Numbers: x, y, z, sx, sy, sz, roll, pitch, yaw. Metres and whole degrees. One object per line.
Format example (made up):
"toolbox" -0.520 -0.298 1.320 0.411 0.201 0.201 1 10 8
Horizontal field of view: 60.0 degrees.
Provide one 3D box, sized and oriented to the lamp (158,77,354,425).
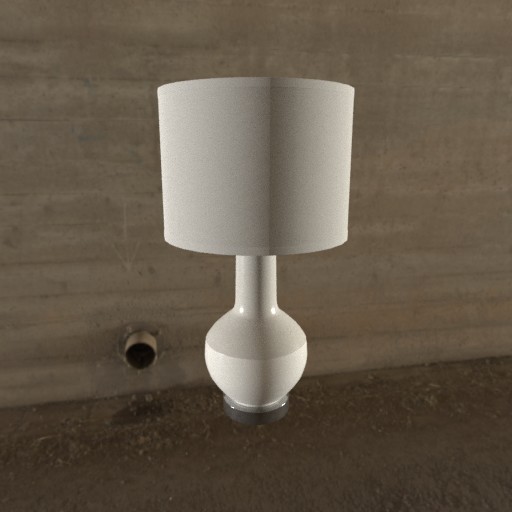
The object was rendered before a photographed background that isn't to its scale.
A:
"lamp" 0.000 0.000 0.889 0.357 0.673 0.357 13 19 43
